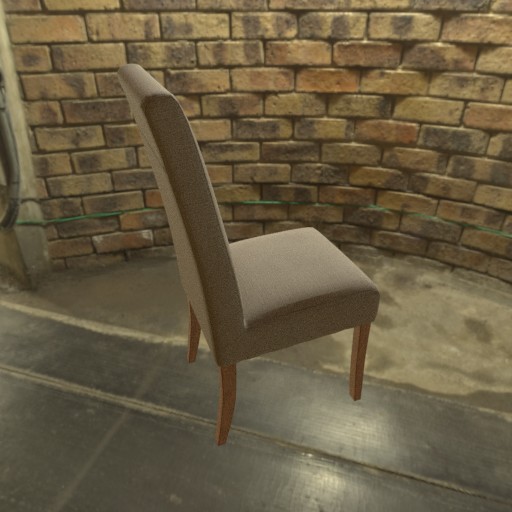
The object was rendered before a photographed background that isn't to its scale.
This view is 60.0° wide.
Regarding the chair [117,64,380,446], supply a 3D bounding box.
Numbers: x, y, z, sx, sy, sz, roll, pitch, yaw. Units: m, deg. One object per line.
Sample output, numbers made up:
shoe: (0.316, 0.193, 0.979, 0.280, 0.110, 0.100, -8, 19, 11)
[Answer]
chair: (0.000, 0.000, 1.316, 0.611, 1.033, 0.450, -11, 32, -18)
